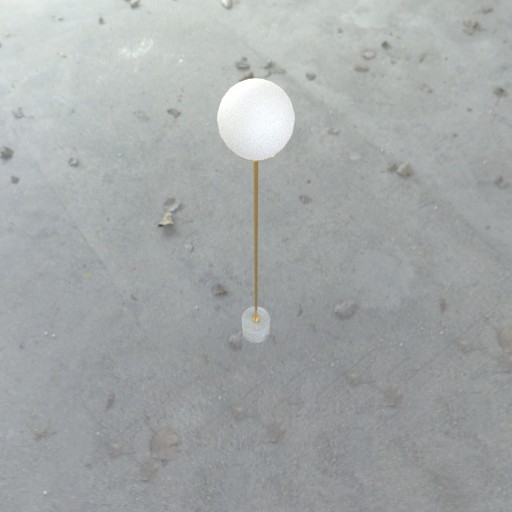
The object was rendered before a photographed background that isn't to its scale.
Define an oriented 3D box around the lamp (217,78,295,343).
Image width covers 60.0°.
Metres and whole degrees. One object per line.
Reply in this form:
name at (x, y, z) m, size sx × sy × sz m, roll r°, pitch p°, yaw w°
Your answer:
lamp at (0.000, 0.000, 1.939) m, size 0.224 × 1.753 × 0.224 m, roll -32°, pitch 64°, yaw -18°
